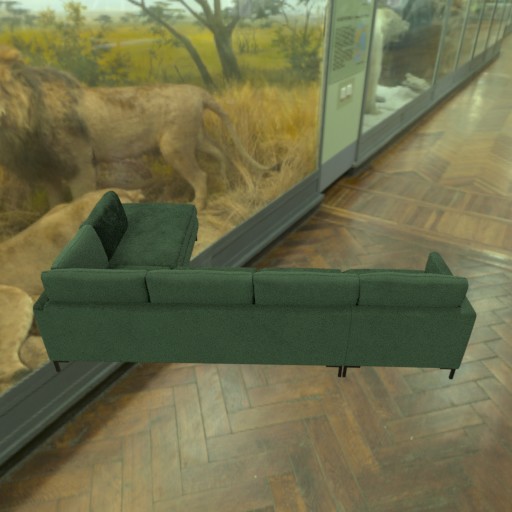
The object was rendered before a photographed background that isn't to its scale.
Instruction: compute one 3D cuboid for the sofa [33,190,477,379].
[{"bbox_3d":[0.000,0.000,3.217,2.486,0.687,1.707,1,32,1],"label":"sofa"}]
